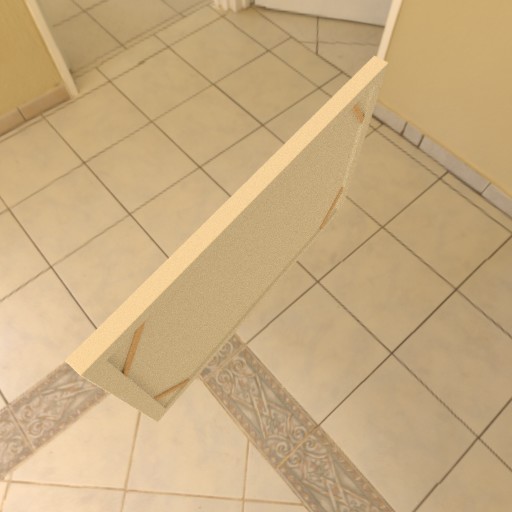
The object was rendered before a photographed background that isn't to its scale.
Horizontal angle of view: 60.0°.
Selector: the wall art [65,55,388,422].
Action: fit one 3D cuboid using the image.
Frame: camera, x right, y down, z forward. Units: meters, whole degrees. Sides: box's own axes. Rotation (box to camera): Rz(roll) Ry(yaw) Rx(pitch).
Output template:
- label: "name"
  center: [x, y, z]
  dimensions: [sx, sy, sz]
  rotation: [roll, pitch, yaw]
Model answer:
- label: "wall art"
  center: [0.000, 0.000, 1.132]
  dimensions: [0.038, 0.609, 0.914]
  rotation: [36, 68, 17]
